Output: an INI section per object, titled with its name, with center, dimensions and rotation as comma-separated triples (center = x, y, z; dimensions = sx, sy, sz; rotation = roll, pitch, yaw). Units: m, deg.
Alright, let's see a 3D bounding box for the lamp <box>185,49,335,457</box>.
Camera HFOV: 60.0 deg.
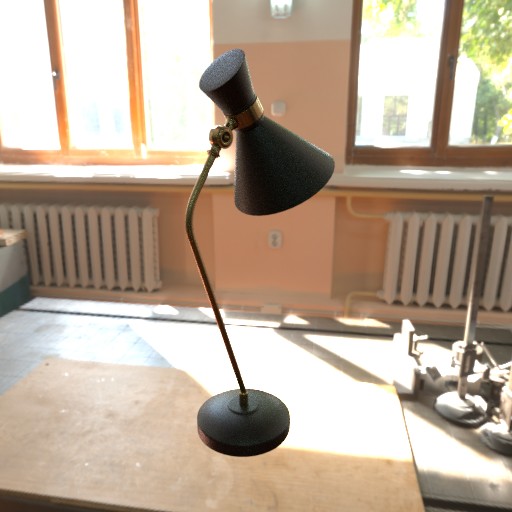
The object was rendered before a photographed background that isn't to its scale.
[lamp]
center = 0.000, 0.000, 0.770
dimensions = 0.189, 0.647, 0.292
rotation = 15, 21, 43
